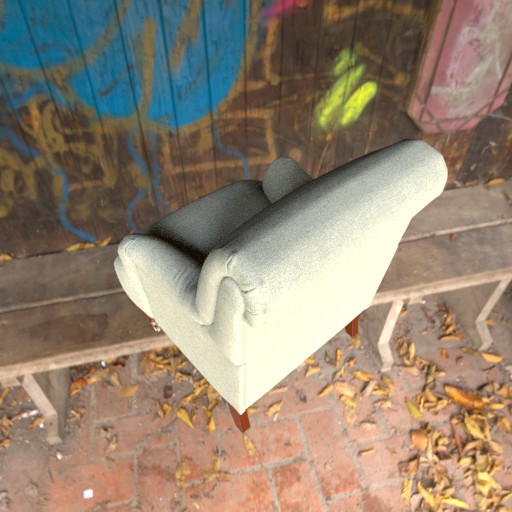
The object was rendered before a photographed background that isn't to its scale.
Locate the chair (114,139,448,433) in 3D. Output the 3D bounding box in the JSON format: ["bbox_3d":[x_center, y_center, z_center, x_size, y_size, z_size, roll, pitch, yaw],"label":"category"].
[{"bbox_3d":[0.000,0.000,1.964,0.964,1.178,1.060,-33,54,-28],"label":"chair"}]
